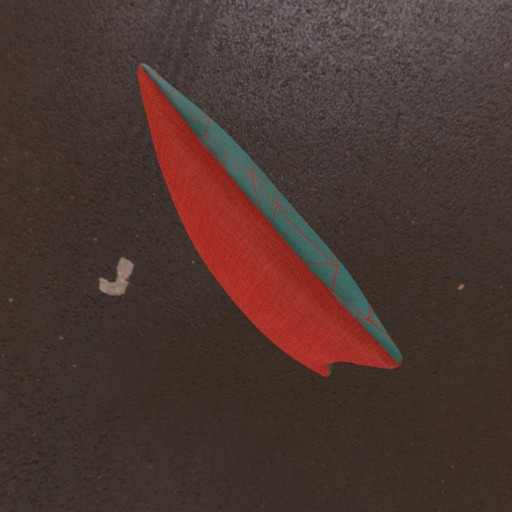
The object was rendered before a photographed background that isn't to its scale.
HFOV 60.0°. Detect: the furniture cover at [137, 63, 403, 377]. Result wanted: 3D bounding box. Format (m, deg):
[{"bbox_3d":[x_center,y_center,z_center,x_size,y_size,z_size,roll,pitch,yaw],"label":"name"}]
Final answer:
[{"bbox_3d":[0.000,0.000,0.792,0.158,0.508,0.517,-37,77,-10],"label":"furniture cover"}]
